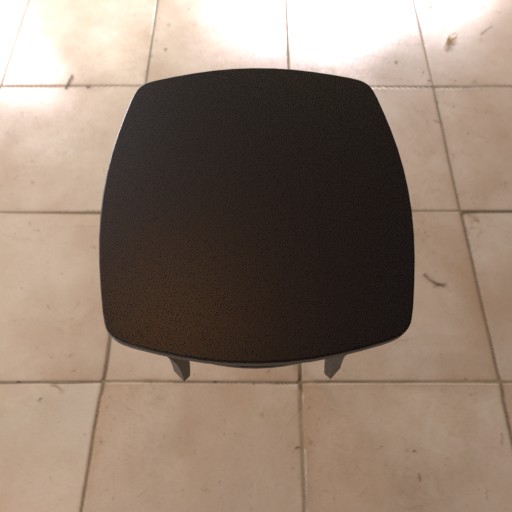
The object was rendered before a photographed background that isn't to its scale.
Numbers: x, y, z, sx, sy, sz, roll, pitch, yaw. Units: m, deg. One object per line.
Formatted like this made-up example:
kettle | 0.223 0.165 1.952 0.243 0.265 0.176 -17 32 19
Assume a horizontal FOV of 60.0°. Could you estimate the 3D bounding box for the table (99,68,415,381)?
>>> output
table | 0.000 0.000 0.866 0.457 0.457 0.508 -1 65 0
